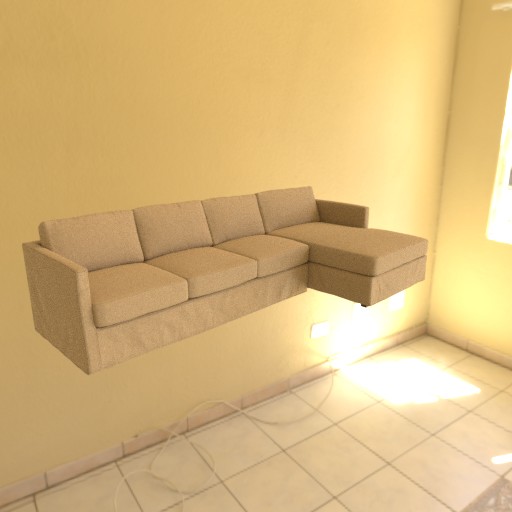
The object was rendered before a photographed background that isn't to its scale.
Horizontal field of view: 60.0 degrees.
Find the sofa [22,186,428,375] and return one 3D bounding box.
[{"bbox_3d":[0.000,0.000,3.780,3.177,0.867,1.622,-15,22,-42],"label":"sofa"}]
